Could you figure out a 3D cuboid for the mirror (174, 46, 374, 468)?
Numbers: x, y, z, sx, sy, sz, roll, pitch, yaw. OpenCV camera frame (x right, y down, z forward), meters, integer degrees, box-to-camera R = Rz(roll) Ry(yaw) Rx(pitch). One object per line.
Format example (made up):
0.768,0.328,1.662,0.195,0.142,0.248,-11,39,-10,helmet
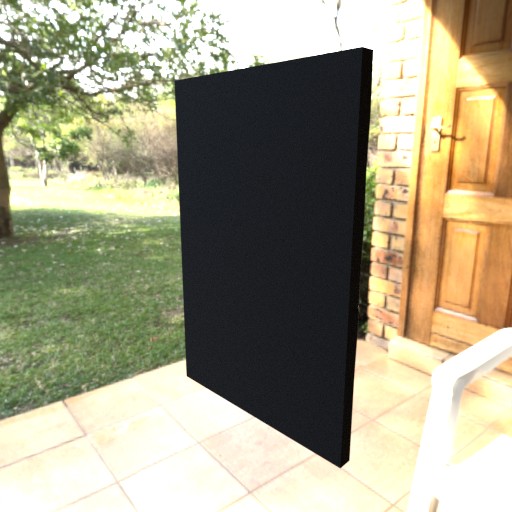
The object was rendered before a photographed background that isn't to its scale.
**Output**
0.000,0.000,1.154,0.044,0.912,0.606,-13,19,-43,mirror
